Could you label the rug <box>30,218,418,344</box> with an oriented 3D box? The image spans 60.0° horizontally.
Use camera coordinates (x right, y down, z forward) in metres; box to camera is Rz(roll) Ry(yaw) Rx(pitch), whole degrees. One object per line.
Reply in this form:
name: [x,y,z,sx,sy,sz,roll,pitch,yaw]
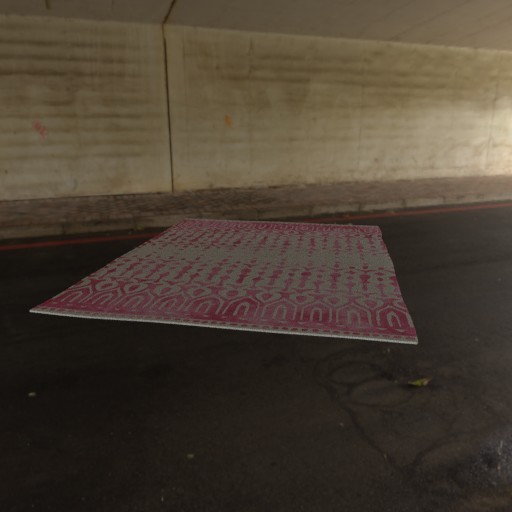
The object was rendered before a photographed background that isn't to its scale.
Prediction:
rug: [0.000,0.000,4.106,2.441,0.016,3.095,3,16,10]
